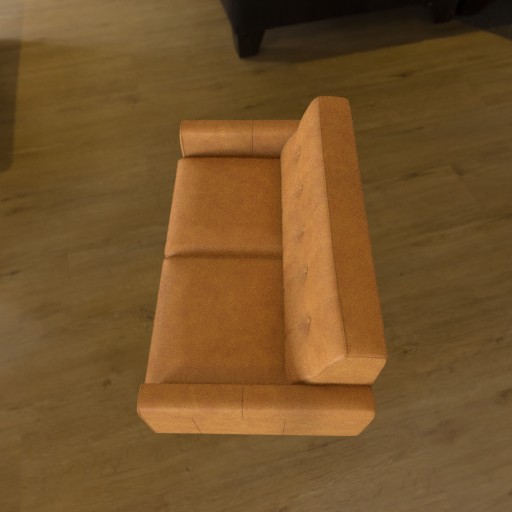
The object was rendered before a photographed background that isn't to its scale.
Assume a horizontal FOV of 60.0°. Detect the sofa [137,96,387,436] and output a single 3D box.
[{"bbox_3d":[0.000,0.000,2.263,0.952,0.925,1.651,1,57,0],"label":"sofa"}]
